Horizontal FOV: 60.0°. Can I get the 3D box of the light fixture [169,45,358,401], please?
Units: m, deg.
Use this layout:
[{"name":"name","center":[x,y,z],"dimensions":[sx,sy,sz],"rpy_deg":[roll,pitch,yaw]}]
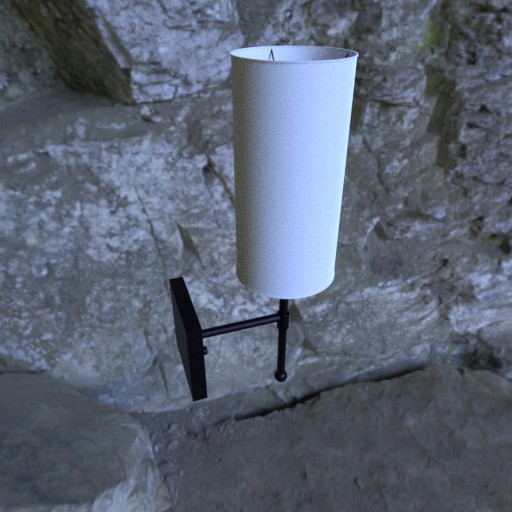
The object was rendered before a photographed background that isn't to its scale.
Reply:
[{"name":"light fixture","center":[0.000,0.000,0.553],"dimensions":[0.208,0.462,0.128],"rpy_deg":[-10,32,-16]}]
